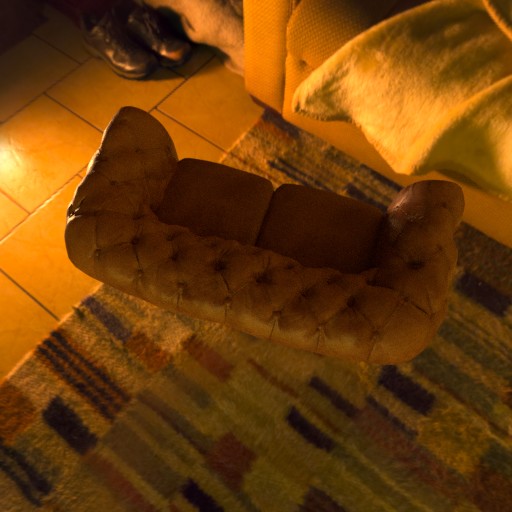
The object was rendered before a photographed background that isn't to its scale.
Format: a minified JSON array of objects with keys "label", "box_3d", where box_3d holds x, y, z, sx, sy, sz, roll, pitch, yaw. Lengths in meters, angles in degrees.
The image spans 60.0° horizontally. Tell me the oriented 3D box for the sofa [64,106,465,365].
[{"label":"sofa","box_3d":[0.000,0.000,2.517,1.979,0.877,1.042,16,65,8]}]
